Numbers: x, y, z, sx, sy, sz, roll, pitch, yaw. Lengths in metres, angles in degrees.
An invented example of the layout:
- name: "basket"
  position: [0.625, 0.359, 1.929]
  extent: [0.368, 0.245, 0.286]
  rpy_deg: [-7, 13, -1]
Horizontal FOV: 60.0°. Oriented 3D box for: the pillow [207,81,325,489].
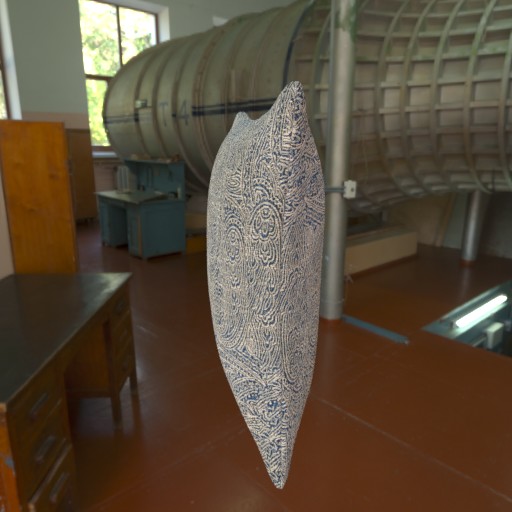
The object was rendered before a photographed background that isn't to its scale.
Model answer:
- name: "pillow"
  position: [0.000, 0.000, 0.773]
  extent: [0.166, 0.510, 0.523]
  rpy_deg: [-2, 15, -8]
